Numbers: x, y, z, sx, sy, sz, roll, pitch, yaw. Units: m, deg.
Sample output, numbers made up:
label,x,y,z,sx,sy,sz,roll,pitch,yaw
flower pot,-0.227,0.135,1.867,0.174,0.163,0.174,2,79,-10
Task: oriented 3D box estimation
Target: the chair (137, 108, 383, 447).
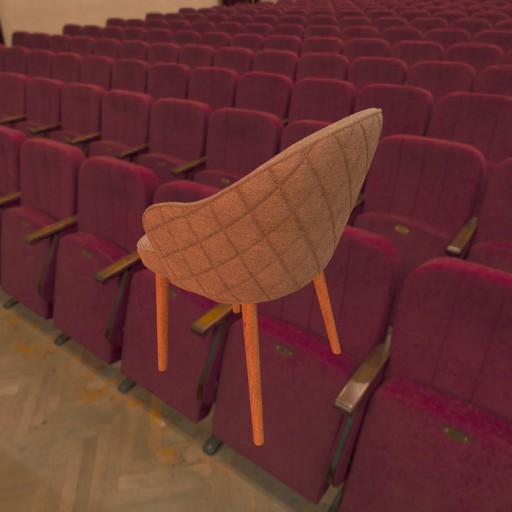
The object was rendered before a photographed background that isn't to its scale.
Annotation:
label,x,y,z,sx,sy,sz,roll,pitch,yaw
chair,0.000,0.000,1.165,0.530,0.800,0.540,21,37,31
